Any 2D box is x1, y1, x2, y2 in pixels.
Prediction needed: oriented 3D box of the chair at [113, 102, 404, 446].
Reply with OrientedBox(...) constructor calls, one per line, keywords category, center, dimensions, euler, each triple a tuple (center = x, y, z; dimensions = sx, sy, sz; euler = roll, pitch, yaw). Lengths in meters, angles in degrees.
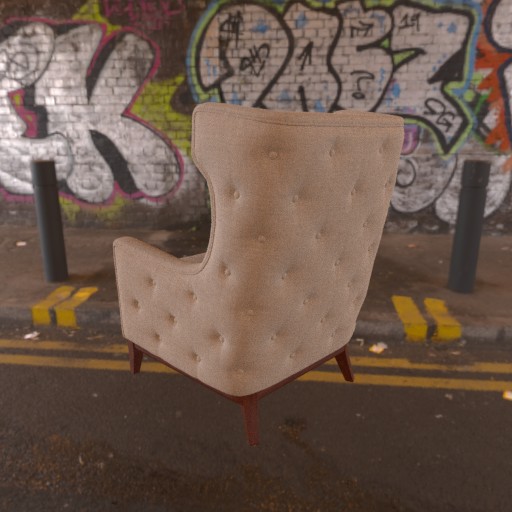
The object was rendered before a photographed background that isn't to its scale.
OrientedBox(category="chair", center=(0.000, 0.000, 1.704), dimensions=(0.778, 1.079, 0.899), euler=(-15, 21, -42))
